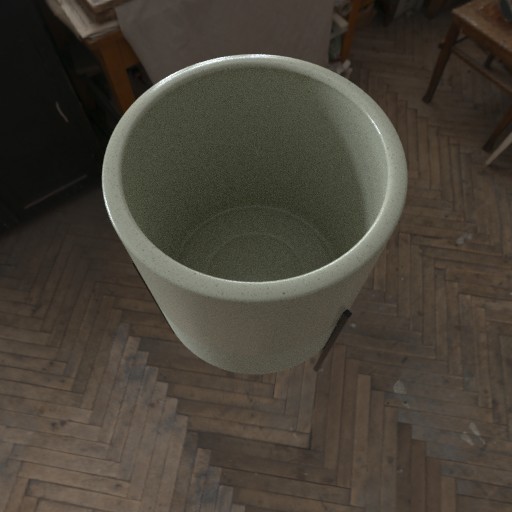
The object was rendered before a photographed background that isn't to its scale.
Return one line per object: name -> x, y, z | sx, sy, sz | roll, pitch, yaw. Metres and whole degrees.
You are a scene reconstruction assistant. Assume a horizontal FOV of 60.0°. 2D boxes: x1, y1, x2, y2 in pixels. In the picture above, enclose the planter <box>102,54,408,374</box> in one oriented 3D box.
planter -> 0.000, 0.000, 0.671 | 0.314, 0.475, 0.323 | 14, 65, 7
